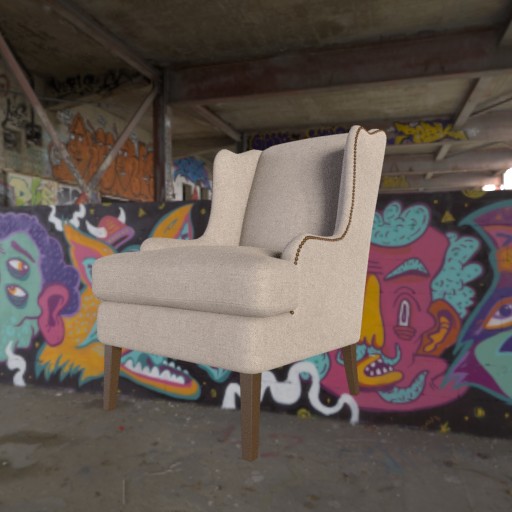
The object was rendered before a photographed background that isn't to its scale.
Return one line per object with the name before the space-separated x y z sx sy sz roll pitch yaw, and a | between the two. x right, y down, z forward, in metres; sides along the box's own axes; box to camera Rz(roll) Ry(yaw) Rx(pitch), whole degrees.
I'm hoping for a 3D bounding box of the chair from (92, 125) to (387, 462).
chair | 0.000 0.000 1.649 0.737 1.029 0.940 0 1 37
